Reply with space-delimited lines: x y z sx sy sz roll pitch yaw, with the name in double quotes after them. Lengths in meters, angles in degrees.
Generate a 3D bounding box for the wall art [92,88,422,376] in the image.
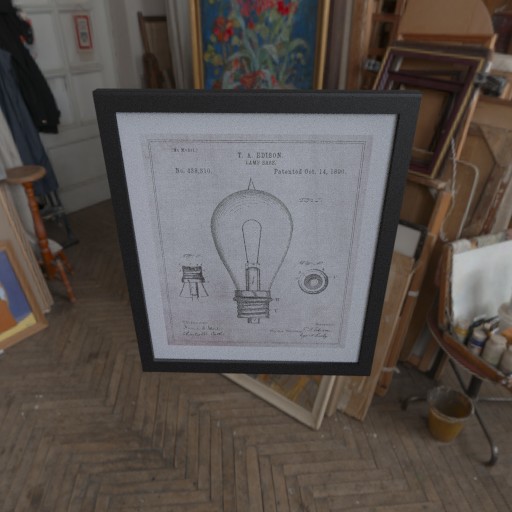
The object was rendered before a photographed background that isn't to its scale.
0.000 0.000 0.716 0.430 0.509 0.021 1 31 1 "wall art"
